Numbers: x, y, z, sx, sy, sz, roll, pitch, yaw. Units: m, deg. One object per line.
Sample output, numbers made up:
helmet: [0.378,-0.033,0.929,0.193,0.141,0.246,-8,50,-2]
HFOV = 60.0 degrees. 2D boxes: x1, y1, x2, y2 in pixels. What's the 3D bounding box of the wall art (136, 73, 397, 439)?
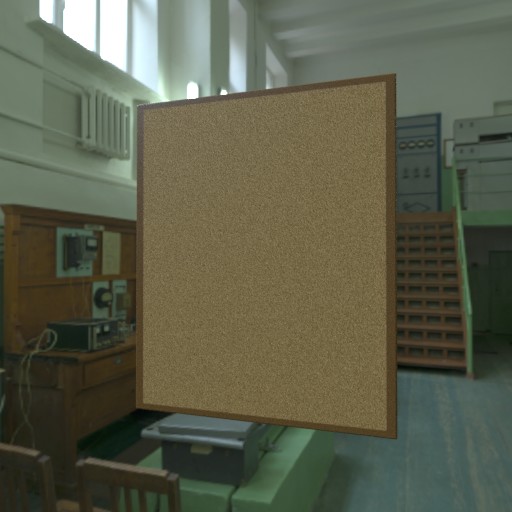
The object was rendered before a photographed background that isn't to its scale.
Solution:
wall art: [0.000,0.000,0.742,0.449,0.550,0.021,0,-1,18]
